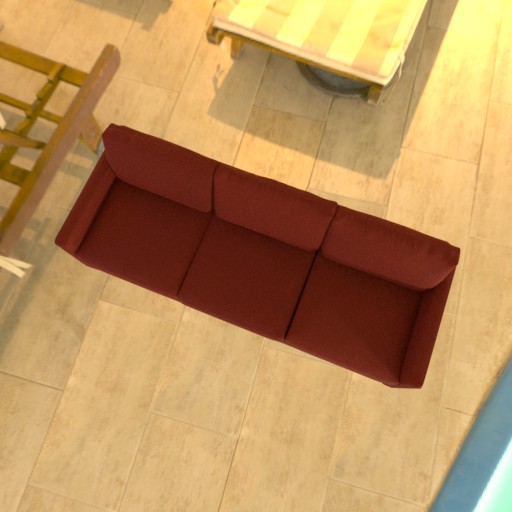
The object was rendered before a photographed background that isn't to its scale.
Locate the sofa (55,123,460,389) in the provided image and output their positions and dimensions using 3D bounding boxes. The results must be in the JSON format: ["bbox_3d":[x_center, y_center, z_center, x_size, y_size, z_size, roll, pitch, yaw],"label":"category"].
[{"bbox_3d":[0.000,0.000,2.743,2.252,0.879,0.875,21,75,6],"label":"sofa"}]
